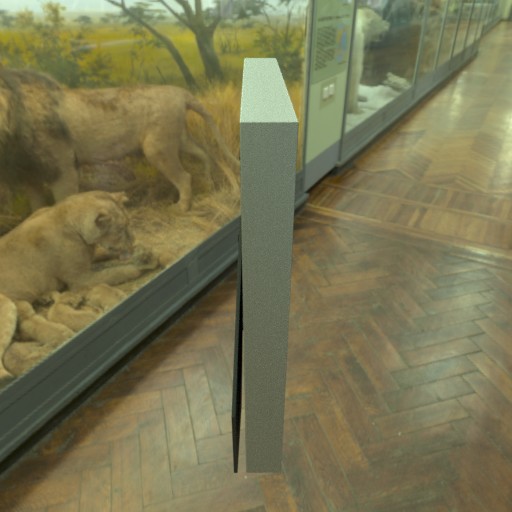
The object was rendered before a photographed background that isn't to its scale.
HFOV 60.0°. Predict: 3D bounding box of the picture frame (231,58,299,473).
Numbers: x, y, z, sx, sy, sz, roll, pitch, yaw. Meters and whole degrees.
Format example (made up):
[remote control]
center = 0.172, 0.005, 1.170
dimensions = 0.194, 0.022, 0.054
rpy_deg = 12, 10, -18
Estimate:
[picture frame]
center = 0.000, 0.000, 0.278
dimensions = 0.028, 0.208, 0.157
rpy_deg = 0, 32, -1
